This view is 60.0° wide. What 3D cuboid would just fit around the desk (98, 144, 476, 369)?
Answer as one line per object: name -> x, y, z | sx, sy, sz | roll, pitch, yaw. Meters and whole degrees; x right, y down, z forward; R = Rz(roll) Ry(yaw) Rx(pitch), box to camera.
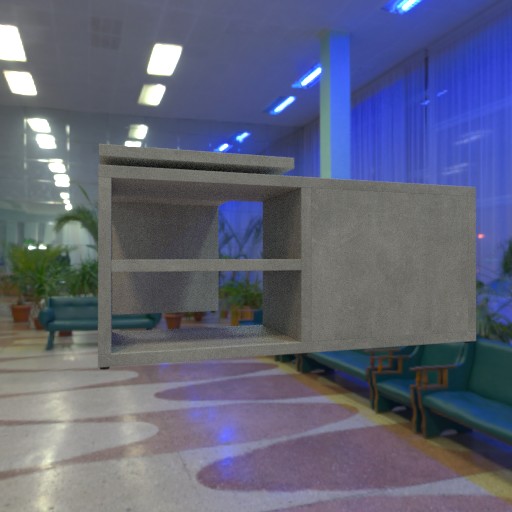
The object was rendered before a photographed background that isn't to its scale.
desk -> 0.000, 0.000, 2.307 | 1.500, 0.740, 1.400 | 0, 0, -18
